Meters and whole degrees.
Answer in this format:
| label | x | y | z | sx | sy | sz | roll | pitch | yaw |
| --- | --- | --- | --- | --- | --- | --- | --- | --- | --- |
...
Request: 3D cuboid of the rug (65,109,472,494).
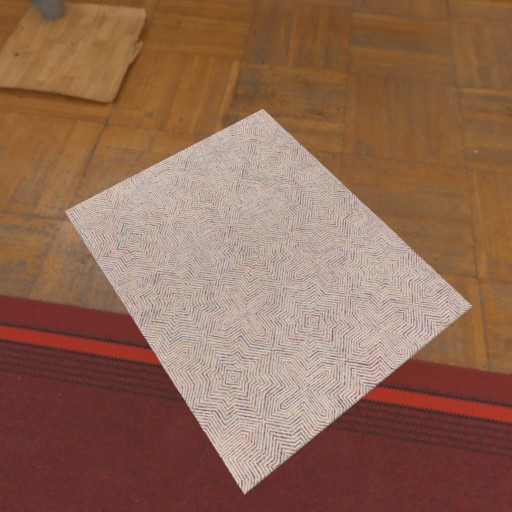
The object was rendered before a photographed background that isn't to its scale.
| label | x | y | z | sx | sy | sz | roll | pitch | yaw |
| --- | --- | --- | --- | --- | --- | --- | --- | --- | --- |
| rug | 0.000 | 0.000 | 4.109 | 2.442 | 0.008 | 3.046 | -32 | 65 | -17 |
